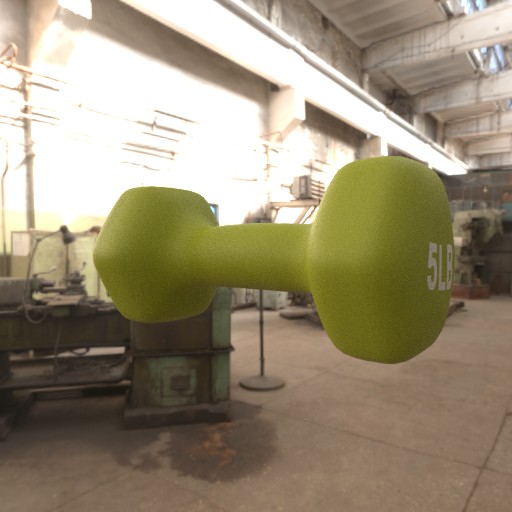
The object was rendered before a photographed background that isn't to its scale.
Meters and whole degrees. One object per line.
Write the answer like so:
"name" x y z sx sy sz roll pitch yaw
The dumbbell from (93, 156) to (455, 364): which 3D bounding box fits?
"dumbbell" 0.000 0.000 0.204 0.164 0.072 0.080 1 2 38
